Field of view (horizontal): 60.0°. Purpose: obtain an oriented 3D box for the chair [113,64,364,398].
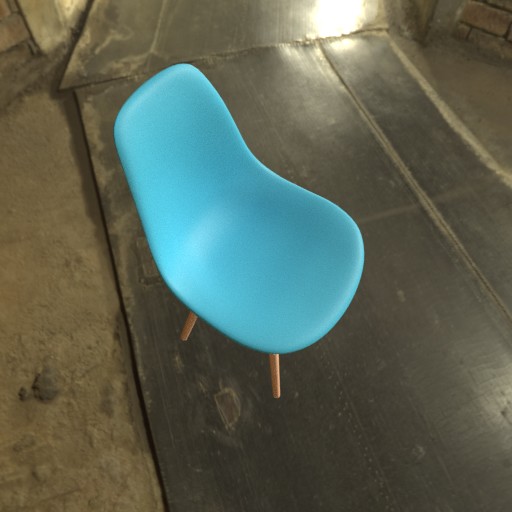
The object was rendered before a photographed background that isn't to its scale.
[{"bbox_3d":[0.000,0.000,1.150,0.531,0.826,0.470,28,63,16],"label":"chair"}]
